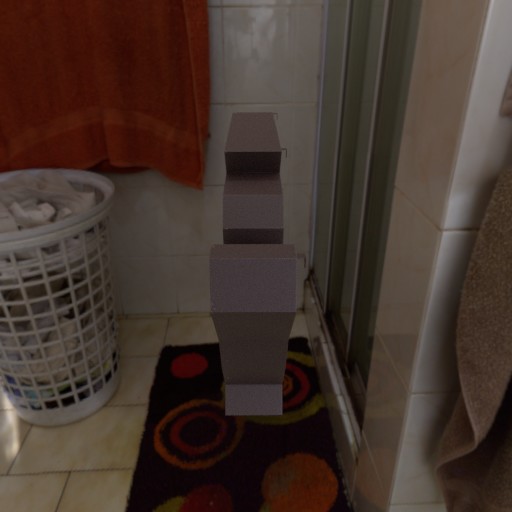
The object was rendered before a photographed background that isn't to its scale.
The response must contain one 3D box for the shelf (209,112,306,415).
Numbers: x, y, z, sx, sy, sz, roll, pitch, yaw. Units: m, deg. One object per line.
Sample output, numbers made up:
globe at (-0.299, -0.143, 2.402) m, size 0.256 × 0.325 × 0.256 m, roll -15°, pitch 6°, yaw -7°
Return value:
shelf at (0.000, 0.000, 0.904) m, size 0.112 × 0.439 × 0.729 m, roll 0°, pitch 28°, yaw 0°
